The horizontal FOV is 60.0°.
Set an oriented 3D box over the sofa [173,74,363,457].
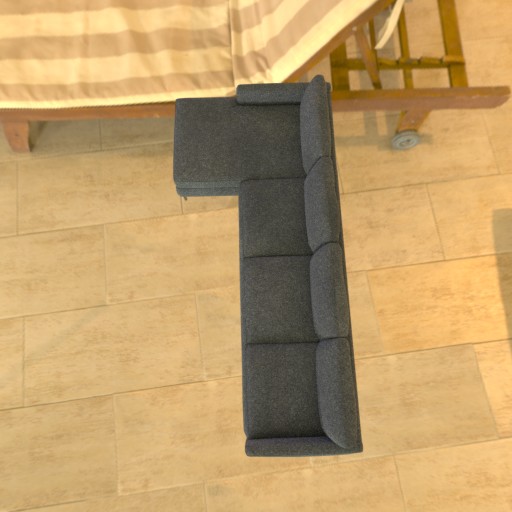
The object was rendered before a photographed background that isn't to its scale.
[{"bbox_3d":[0.000,0.000,3.512,1.350,0.810,2.932,-2,75,-1],"label":"sofa"}]
